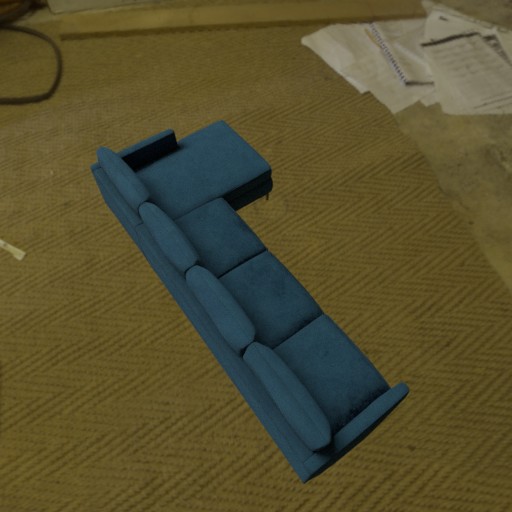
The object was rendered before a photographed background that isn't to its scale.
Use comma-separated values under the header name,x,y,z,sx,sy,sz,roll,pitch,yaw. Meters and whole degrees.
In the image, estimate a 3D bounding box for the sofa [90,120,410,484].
name,x,y,z,sx,sy,sz,roll,pitch,yaw
sofa,0.000,0.000,3.430,1.350,0.810,2.932,-31,62,-19
